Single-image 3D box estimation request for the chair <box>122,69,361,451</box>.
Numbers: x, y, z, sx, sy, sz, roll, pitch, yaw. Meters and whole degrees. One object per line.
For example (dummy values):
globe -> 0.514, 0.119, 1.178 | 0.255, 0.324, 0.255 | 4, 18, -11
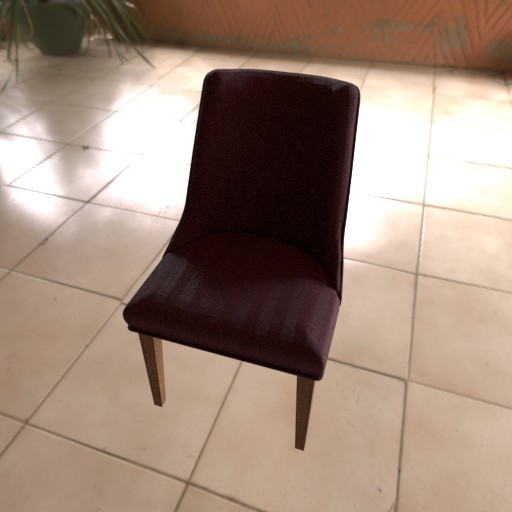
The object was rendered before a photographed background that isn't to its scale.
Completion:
chair -> 0.000, 0.000, 1.327 | 0.548, 0.916, 0.638 | 12, 42, 14
